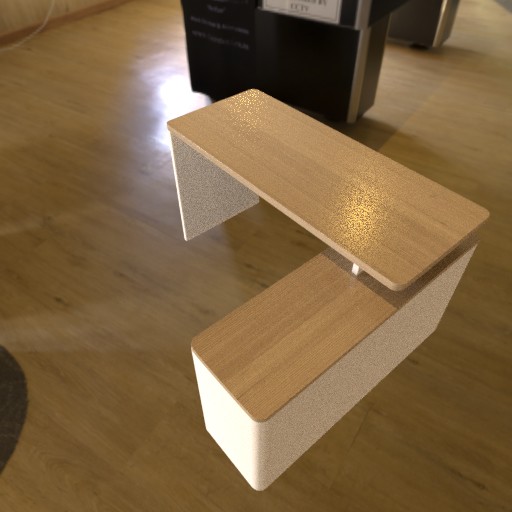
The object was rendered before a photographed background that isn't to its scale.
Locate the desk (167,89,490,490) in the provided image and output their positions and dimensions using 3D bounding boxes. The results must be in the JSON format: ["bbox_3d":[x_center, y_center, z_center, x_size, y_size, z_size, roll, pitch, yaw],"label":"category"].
[{"bbox_3d":[0.000,0.000,2.058,1.175,0.770,1.400,-31,53,-27],"label":"desk"}]
